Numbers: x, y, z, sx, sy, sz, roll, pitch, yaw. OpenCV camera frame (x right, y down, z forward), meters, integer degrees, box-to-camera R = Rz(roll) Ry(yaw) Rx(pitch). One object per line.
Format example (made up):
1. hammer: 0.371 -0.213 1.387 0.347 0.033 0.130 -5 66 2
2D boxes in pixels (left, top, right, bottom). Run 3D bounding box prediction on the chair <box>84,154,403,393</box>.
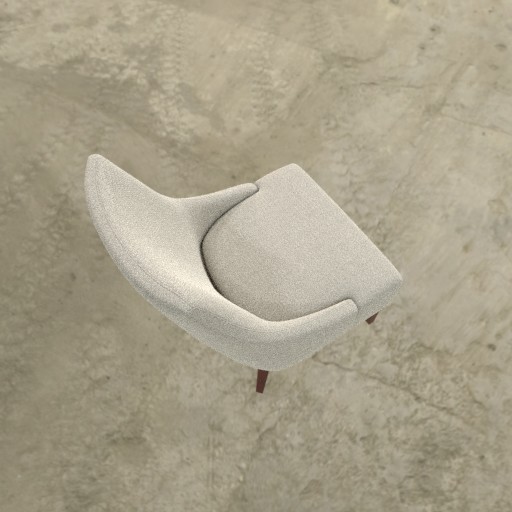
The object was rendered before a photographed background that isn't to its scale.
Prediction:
1. chair: 0.000 0.000 1.540 0.861 0.909 0.701 -29 62 -17
